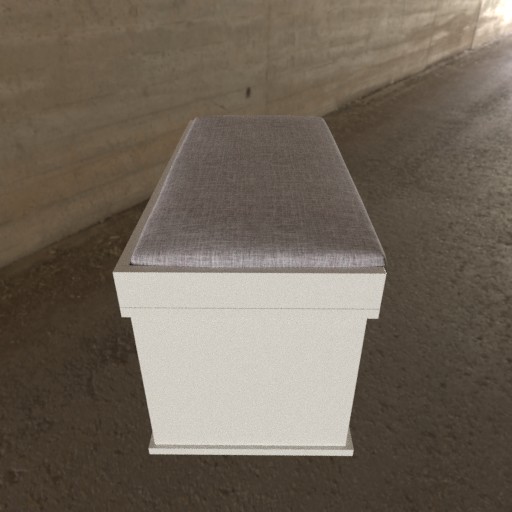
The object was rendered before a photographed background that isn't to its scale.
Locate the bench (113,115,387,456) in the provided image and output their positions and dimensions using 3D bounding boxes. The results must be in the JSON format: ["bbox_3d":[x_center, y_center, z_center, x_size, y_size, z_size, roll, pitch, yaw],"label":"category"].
[{"bbox_3d":[0.000,0.000,0.985,0.362,0.461,0.734,0,32,0],"label":"bench"}]
